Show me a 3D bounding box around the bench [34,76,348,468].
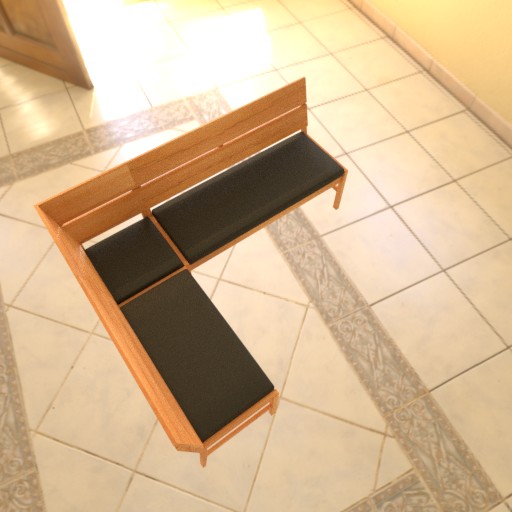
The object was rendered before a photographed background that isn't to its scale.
[{"bbox_3d":[0.000,0.000,2.820,1.948,0.890,1.548,-32,63,-18],"label":"bench"}]
